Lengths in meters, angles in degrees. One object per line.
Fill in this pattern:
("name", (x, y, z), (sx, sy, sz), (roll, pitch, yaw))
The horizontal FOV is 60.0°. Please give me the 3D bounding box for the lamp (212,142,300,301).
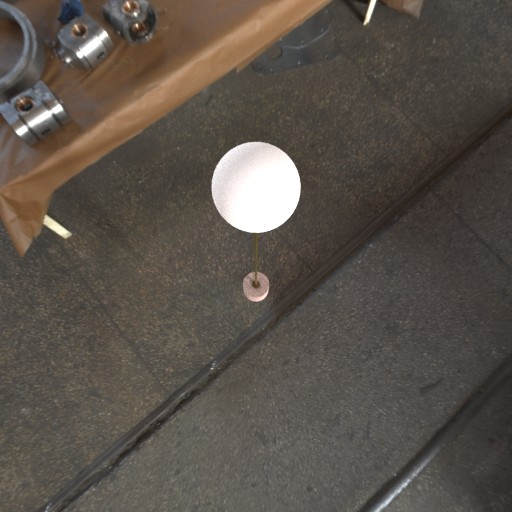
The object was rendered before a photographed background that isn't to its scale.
("lamp", (0.000, 0.000, 1.879), (0.229, 1.748, 0.229), (16, 77, 4))
